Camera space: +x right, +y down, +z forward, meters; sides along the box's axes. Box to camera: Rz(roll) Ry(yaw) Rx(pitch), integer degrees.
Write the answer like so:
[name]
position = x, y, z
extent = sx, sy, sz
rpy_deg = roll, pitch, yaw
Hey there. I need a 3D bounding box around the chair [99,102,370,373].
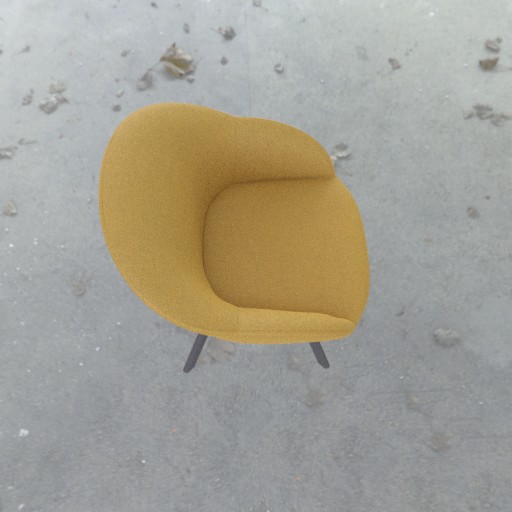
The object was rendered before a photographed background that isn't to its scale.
[chair]
position = 0.000, 0.000, 1.185
extent = 0.583, 0.793, 0.551
rpy_deg = -2, 66, -1
